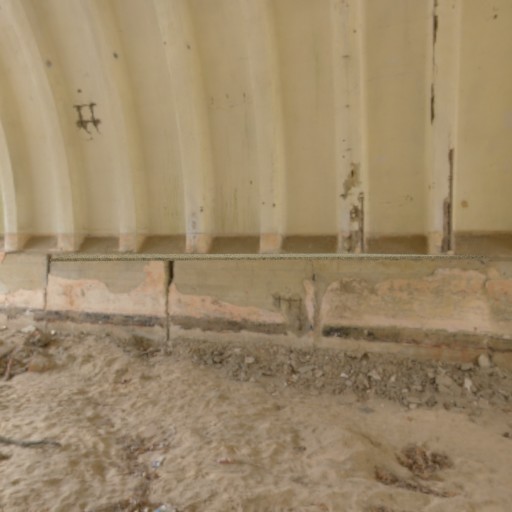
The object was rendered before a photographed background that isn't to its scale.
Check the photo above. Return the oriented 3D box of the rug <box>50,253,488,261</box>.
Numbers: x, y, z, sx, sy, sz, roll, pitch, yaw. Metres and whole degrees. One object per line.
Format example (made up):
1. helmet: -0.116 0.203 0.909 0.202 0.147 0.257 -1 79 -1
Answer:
1. rug: 0.000 0.000 2.911 2.283 0.013 1.547 0 1 -18
